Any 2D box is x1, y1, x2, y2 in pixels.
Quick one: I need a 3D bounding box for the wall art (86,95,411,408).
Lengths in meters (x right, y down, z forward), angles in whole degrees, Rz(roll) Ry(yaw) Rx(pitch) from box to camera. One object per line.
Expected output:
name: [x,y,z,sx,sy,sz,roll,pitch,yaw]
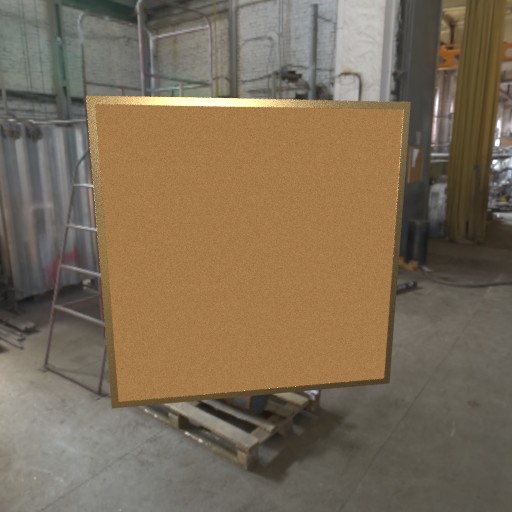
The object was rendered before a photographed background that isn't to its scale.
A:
wall art: [0.000,0.000,0.763,0.509,0.509,0.040,-2,13,-9]
